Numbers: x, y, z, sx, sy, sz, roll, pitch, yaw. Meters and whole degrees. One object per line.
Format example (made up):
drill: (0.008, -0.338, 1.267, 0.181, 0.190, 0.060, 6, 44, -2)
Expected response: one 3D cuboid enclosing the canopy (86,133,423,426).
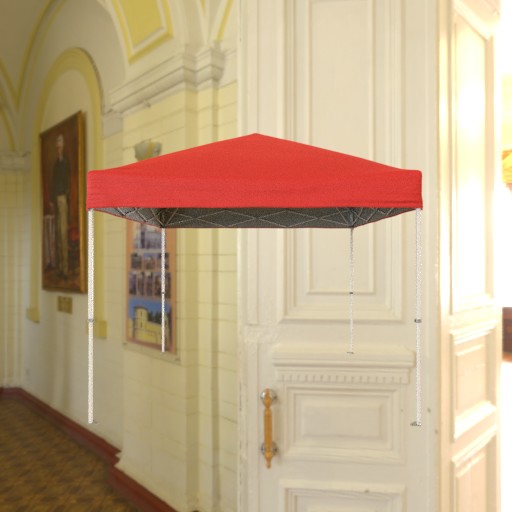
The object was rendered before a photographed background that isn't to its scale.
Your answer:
canopy: (0.000, 0.000, 5.407, 2.998, 2.997, 2.996, 0, 0, 1)
